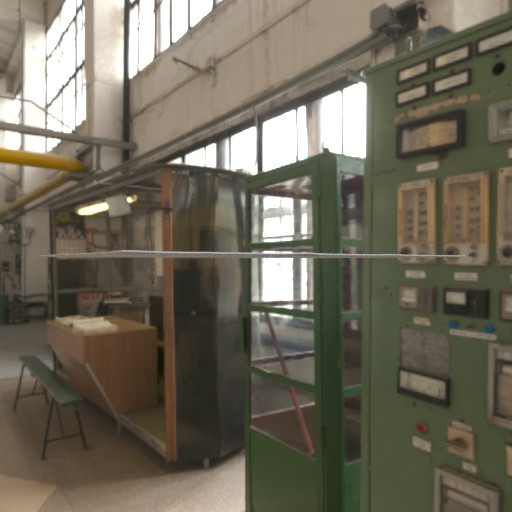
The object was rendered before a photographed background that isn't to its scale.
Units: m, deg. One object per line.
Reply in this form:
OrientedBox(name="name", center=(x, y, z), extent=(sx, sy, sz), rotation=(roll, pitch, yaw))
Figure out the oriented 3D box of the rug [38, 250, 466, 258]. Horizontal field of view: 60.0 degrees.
OrientedBox(name="rug", center=(0.000, 0.000, 2.277), extent=(1.835, 0.012, 1.231), rotation=(0, -1, -36))
